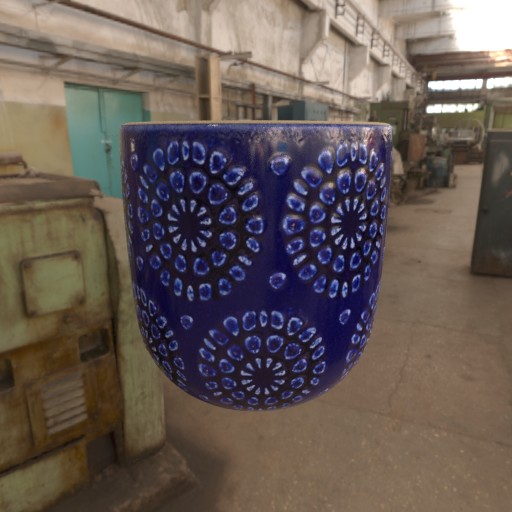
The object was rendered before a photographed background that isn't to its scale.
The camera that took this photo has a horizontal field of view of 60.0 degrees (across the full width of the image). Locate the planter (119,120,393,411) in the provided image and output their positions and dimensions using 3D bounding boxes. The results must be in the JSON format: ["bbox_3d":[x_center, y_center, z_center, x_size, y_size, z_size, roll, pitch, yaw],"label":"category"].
[{"bbox_3d":[0.000,0.000,0.196,0.109,0.112,0.109,0,15,0],"label":"planter"}]
